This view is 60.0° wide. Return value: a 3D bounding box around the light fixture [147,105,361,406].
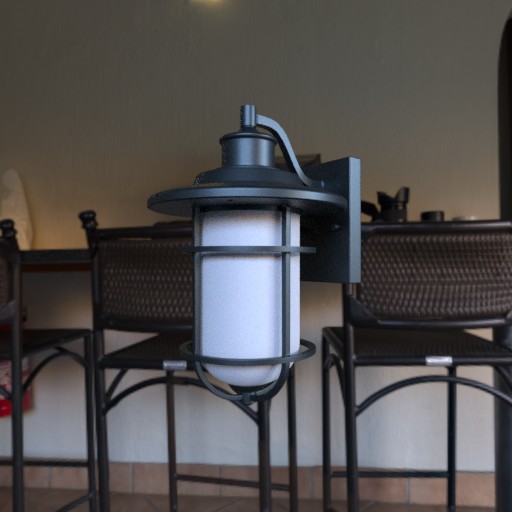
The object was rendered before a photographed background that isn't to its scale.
[{"bbox_3d":[0.000,0.000,0.520,0.252,0.345,0.222,0,-1,-37],"label":"light fixture"}]
